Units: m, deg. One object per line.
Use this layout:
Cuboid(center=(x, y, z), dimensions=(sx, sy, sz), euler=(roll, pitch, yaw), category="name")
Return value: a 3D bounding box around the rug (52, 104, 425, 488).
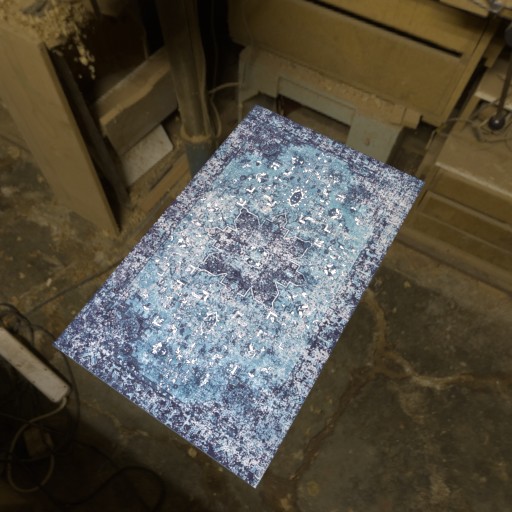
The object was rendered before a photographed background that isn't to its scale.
Cuboid(center=(0.000, 0.000, 3.091), dimensions=(1.525, 0.007, 2.440), euler=(29, 67, 14), category="rug")
